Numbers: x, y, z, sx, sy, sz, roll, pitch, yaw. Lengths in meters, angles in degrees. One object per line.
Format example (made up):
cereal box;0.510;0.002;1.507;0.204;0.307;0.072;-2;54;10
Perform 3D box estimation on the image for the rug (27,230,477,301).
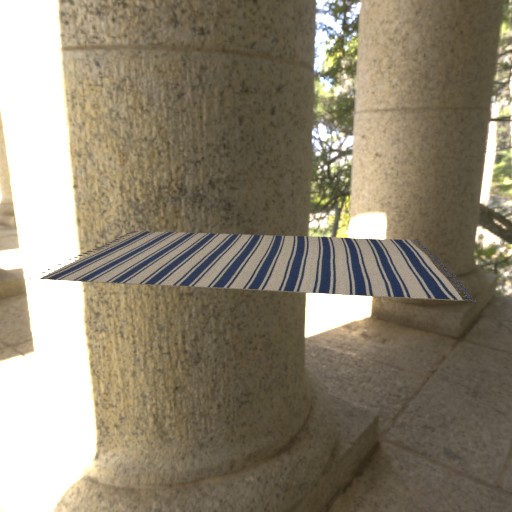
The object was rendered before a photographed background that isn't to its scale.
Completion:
rug;0.000;0.000;2.619;2.108;0.009;1.248;2;14;9
